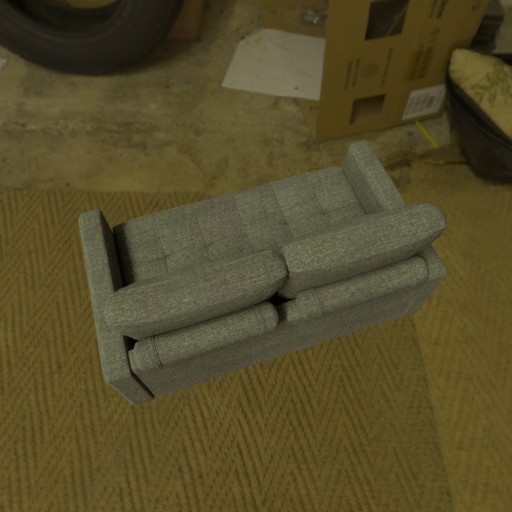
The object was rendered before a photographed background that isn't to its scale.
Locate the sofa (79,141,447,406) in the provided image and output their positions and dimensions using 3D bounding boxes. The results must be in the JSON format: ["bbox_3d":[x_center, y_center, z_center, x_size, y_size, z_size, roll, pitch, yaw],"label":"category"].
[{"bbox_3d":[0.000,0.000,1.977,1.407,0.907,0.842,-16,61,-9],"label":"sofa"}]
